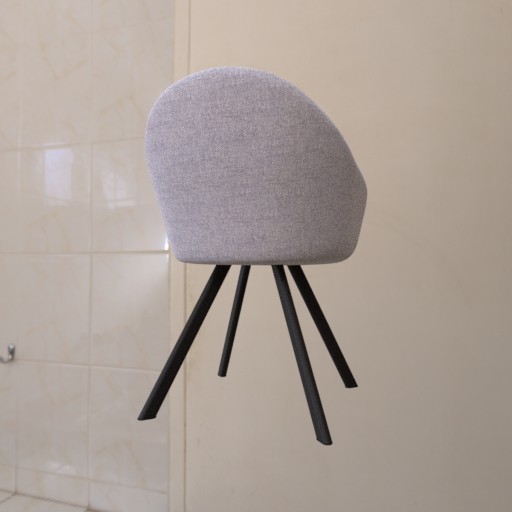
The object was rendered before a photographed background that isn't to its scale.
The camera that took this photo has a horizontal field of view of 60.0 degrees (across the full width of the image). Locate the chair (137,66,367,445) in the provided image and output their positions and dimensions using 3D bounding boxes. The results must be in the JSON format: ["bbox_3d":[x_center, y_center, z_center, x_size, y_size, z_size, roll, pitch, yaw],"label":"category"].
[{"bbox_3d":[0.000,0.000,1.167,0.540,0.780,0.570,-1,-2,19],"label":"chair"}]
